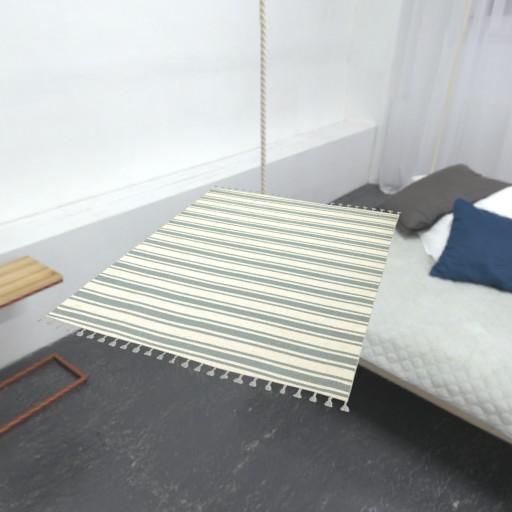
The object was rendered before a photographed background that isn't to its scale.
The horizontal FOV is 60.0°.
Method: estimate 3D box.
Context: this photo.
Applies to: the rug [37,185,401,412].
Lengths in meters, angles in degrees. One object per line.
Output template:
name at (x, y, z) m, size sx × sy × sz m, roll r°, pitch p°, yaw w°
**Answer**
rug at (0.000, 0.000, 4.336) m, size 2.439 × 0.005 × 3.201 m, roll 11°, pitch 32°, yaw 19°
